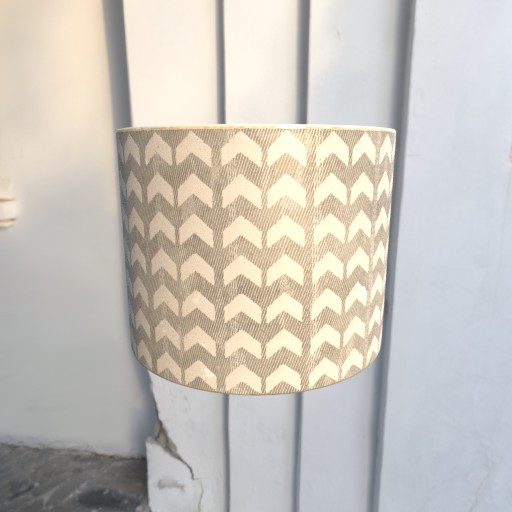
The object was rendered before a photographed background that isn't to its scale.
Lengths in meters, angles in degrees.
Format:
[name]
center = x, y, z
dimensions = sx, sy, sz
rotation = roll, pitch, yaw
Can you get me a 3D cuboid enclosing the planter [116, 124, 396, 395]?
[planter]
center = 0.000, 0.000, 0.335
dimensions = 0.190, 0.181, 0.190
rotation = 0, 13, 0
